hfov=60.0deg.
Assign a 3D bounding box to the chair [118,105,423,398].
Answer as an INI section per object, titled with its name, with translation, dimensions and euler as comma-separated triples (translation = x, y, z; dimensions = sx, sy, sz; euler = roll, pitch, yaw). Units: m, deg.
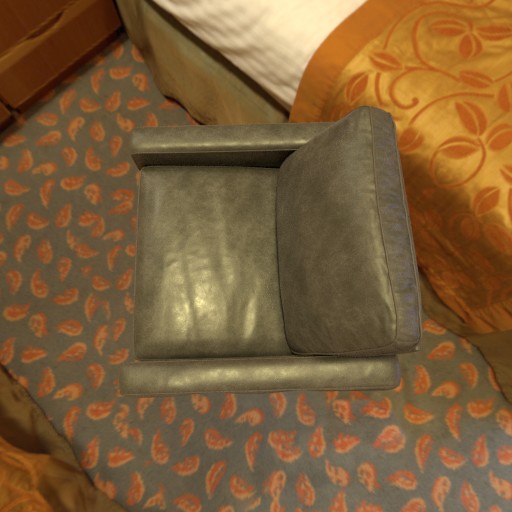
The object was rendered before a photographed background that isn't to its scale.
[chair]
translation = 0.000, 0.000, 1.679
dimensions = 0.939, 0.916, 1.006
euler = -2, 76, 0
